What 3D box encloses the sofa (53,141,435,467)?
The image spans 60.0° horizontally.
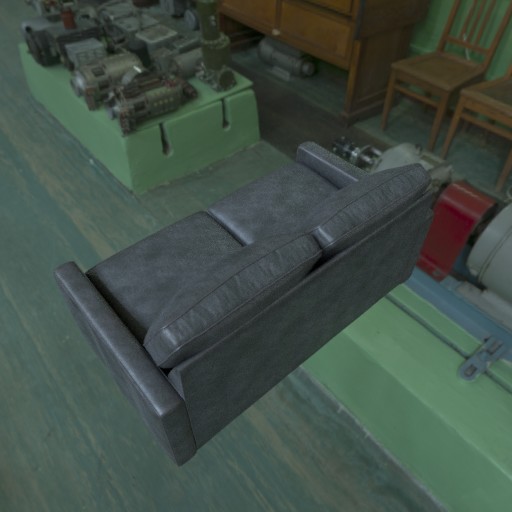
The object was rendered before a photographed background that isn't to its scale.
[{"bbox_3d":[0.000,0.000,2.275,1.732,0.916,0.939,-32,54,-27],"label":"sofa"}]
